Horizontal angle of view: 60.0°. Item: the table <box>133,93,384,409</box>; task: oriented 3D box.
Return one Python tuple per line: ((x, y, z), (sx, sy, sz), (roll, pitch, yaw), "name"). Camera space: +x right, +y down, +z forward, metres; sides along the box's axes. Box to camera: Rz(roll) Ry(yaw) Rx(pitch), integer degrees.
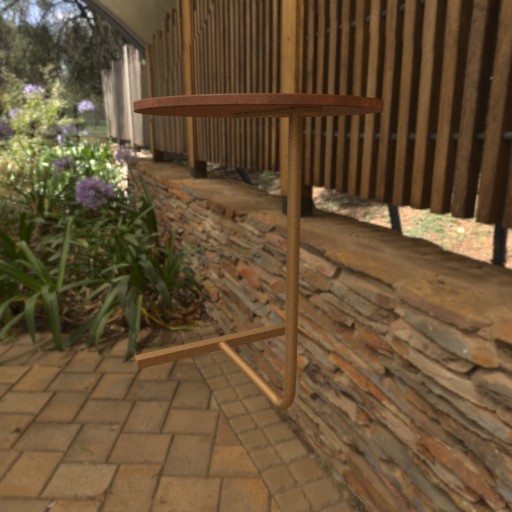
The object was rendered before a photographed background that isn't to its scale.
((0.000, 0.000, 1.089), (0.530, 0.706, 0.577), (-8, 17, -27), "table")
